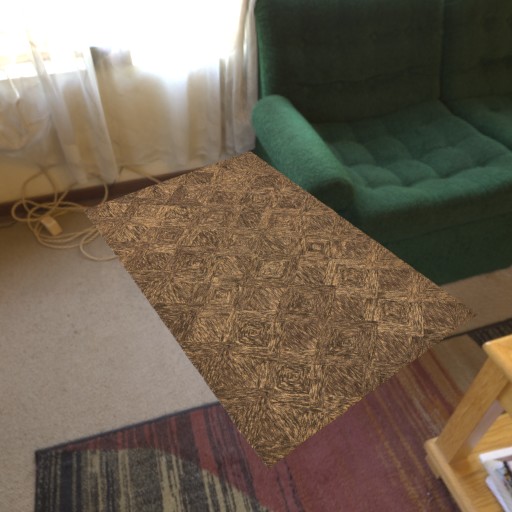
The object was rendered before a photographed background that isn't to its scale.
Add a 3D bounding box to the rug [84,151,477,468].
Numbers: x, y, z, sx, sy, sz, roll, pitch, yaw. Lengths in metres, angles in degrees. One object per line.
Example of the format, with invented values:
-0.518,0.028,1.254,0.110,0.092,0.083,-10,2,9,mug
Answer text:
0.000,0.000,2.302,1.189,0.011,1.808,-26,49,-25,rug
